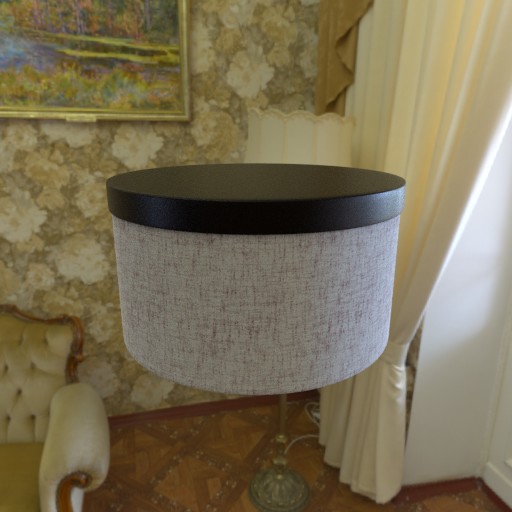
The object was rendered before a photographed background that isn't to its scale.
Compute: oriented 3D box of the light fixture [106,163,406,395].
[{"bbox_3d":[0.000,0.000,0.636,0.389,0.229,0.389,0,17,0],"label":"light fixture"}]
